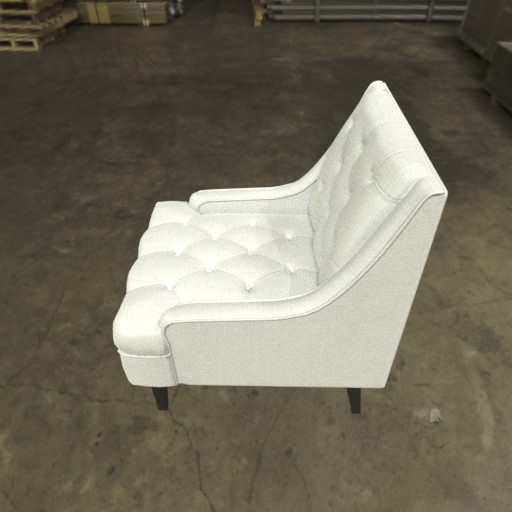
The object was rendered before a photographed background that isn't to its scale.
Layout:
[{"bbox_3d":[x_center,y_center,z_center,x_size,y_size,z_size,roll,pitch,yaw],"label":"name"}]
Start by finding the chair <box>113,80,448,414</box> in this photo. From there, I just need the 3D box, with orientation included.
[{"bbox_3d":[0.000,0.000,1.387,0.772,0.891,0.658,1,40,1],"label":"chair"}]
